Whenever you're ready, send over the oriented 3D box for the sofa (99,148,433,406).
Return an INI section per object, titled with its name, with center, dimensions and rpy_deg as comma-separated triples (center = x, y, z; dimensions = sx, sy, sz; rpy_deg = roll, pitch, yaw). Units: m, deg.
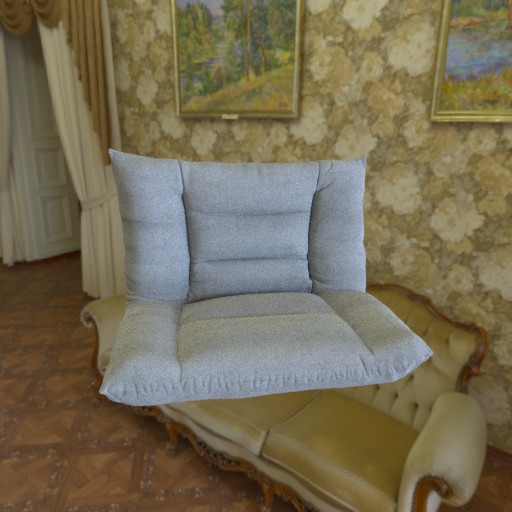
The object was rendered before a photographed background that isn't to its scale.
[sofa]
center = 0.000, 0.000, 1.733
dimensions = 1.144, 0.795, 0.847
rpy_deg = -3, 17, -9
